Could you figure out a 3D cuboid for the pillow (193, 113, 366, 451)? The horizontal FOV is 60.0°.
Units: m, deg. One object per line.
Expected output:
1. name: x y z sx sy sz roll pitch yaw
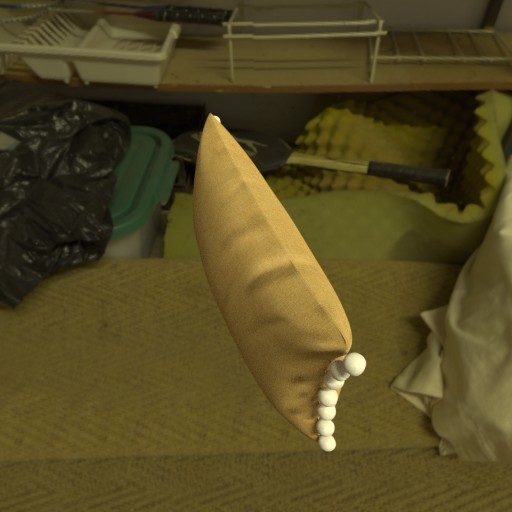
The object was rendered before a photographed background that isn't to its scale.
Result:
1. pillow: 0.000 0.000 0.874 0.201 0.322 0.709 -14 46 -13
